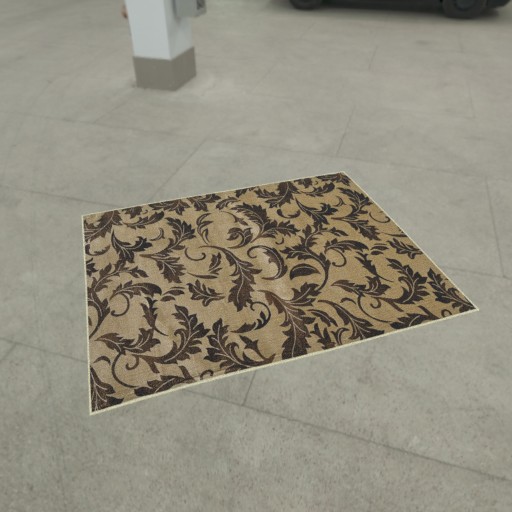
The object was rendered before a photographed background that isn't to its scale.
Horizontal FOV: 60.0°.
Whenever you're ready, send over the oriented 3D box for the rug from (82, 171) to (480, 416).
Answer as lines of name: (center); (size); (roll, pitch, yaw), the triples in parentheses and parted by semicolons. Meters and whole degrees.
rug: (0.000, 0.000, 4.018); (2.977, 0.008, 2.380); (-12, 41, -14)
